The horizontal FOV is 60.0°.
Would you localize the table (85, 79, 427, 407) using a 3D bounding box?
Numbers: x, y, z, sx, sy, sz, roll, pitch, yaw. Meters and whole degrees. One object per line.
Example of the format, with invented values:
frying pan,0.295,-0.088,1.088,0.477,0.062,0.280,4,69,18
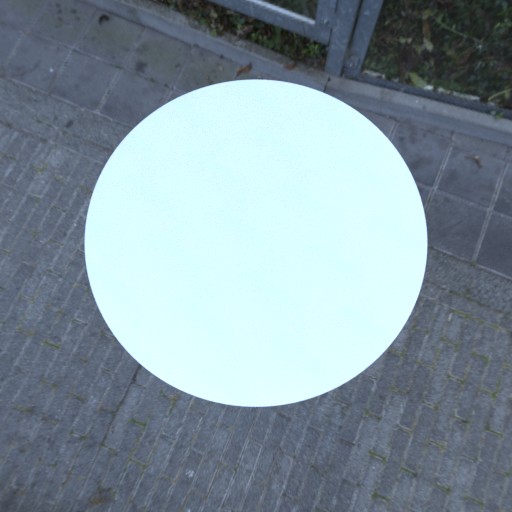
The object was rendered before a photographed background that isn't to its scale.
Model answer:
table,0.000,0.000,0.971,0.600,0.400,0.600,0,75,0
